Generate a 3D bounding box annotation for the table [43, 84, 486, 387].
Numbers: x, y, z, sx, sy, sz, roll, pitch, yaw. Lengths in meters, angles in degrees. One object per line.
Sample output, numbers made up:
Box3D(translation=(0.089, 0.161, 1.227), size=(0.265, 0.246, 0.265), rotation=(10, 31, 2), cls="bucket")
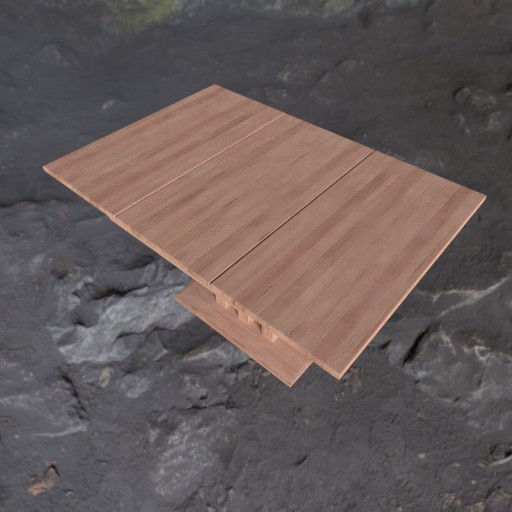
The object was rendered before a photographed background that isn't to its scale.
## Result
Box3D(translation=(0.000, 0.000, 1.844), size=(1.300, 0.770, 0.900), rotation=(32, 54, 27), cls="table")
